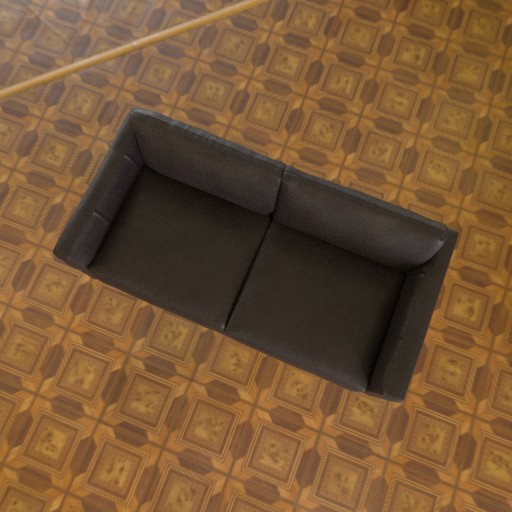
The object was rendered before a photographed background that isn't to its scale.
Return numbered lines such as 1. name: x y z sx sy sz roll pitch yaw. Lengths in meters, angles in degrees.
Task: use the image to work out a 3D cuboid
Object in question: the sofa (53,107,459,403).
1. sofa: 0.000 0.000 2.339 1.805 0.883 0.947 20 77 5
